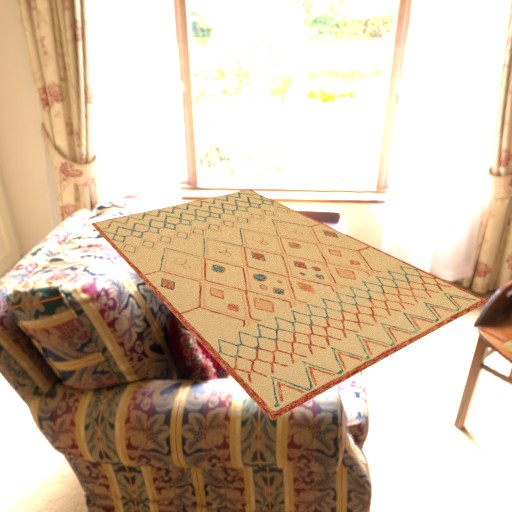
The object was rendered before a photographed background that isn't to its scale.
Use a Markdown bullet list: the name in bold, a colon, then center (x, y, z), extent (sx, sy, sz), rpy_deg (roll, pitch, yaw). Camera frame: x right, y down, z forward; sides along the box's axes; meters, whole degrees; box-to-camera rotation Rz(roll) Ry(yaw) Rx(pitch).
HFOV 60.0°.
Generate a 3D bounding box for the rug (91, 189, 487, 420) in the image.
- **rug**: center (0.000, 0.000, 3.031), extent (1.524, 0.015, 2.438), rpy_deg (-17, 31, -30)
